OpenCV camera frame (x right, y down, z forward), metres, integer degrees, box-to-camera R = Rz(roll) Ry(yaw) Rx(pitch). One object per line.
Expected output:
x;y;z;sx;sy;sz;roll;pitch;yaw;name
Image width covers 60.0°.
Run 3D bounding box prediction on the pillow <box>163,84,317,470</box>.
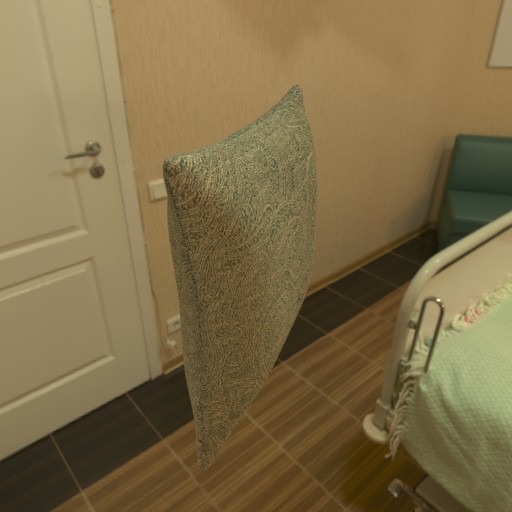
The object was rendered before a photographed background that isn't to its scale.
0.000;0.000;0.795;0.166;0.507;0.526;10;31;17;pillow
